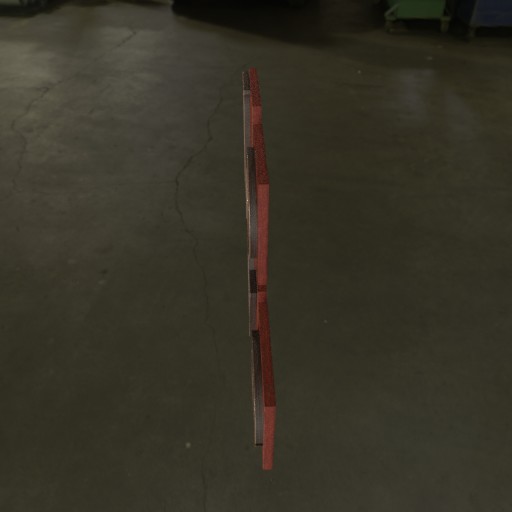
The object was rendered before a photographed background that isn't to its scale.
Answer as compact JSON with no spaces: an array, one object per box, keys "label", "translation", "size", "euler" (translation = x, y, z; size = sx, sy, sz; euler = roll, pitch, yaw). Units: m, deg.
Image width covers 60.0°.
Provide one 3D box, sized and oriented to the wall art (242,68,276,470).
[{"label":"wall art","translation":[0.000,0.000,0.858],"size":[0.030,0.497,0.635],"euler":[-2,41,-2]}]
